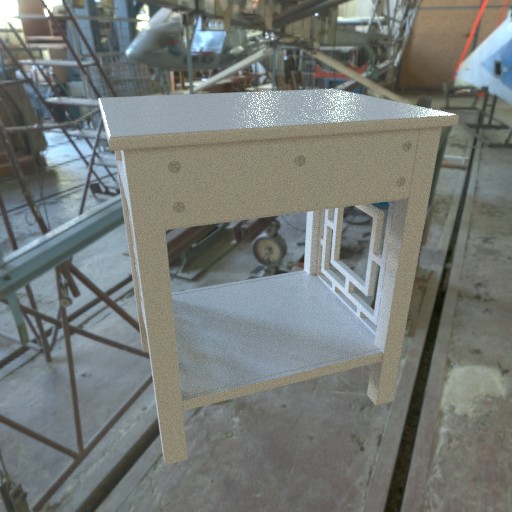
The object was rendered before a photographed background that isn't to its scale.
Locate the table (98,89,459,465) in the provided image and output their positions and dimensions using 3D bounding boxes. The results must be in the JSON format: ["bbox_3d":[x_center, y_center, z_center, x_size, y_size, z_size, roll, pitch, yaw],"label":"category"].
[{"bbox_3d":[0.000,0.000,0.991,0.564,0.646,0.451,-9,28,-17],"label":"table"}]
